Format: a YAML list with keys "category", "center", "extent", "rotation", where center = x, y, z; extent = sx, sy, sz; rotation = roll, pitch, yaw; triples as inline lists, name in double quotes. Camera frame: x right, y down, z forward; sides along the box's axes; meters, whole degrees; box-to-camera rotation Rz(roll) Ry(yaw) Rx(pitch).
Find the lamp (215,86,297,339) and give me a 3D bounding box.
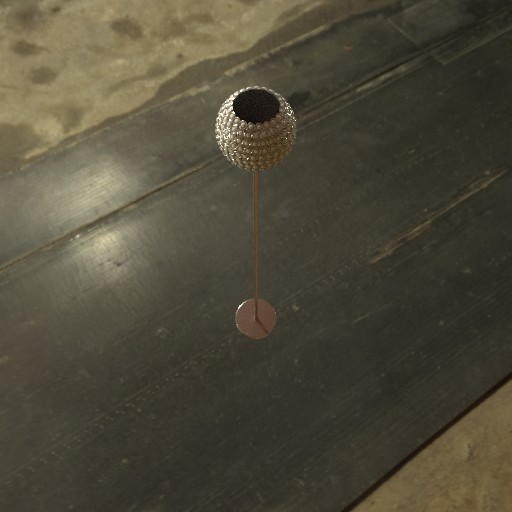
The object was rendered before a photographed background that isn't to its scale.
- category: "lamp"
  center: [0.000, 0.000, 1.978]
  extent: [0.254, 1.805, 0.254]
  rotation: [0, 64, 0]
